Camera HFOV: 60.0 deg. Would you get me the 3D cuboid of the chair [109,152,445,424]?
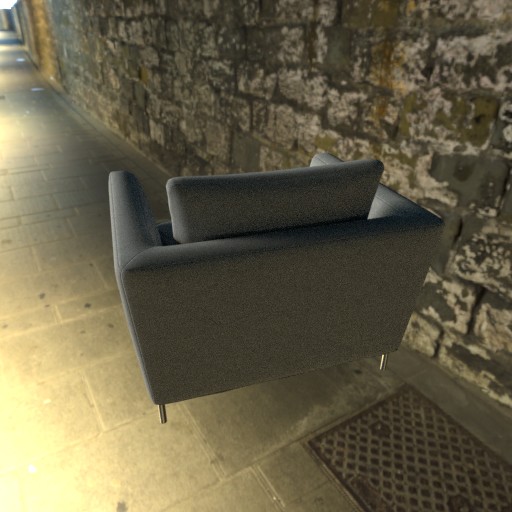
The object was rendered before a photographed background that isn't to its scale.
[{"bbox_3d":[0.000,0.000,1.757,1.041,0.864,0.889,-9,29,-15],"label":"chair"}]
